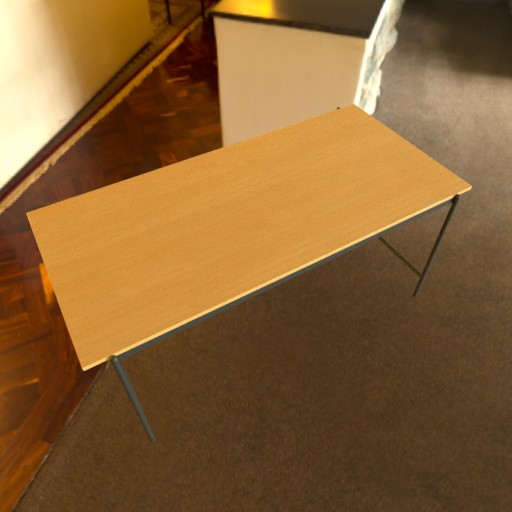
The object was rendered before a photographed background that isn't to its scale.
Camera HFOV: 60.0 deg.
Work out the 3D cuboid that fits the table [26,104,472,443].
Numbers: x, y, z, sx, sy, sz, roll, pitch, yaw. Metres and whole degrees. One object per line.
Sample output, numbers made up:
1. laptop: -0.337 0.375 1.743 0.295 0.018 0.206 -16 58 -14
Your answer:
1. table: 0.000 0.000 2.255 1.800 0.758 0.900 -24 52 -20
